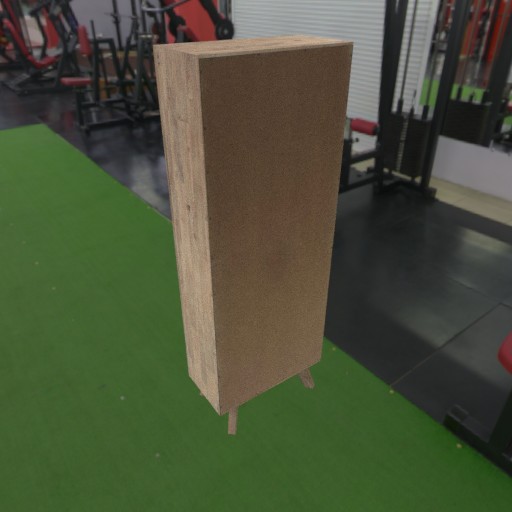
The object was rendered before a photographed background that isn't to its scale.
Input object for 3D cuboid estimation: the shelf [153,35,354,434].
[{"bbox_3d":[0.000,0.000,1.543,0.491,1.342,0.267,-20,37,-29],"label":"shelf"}]
